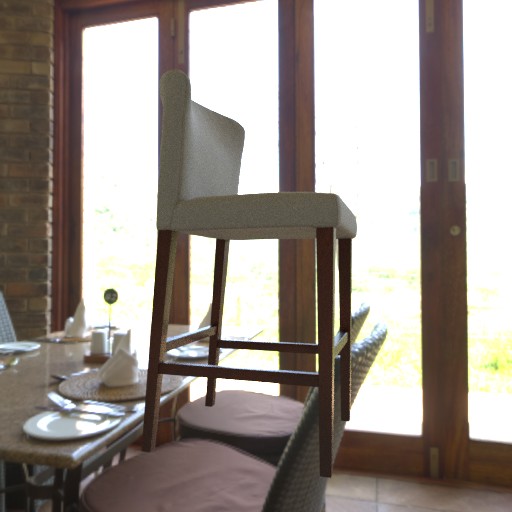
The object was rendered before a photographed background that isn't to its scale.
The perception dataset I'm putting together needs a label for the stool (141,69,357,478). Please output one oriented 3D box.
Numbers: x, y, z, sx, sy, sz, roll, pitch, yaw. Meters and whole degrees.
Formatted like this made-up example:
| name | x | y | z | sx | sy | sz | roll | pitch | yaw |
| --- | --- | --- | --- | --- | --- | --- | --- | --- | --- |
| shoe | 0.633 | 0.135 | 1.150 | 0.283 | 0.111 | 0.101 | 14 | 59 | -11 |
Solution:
| name | x | y | z | sx | sy | sz | roll | pitch | yaw |
| --- | --- | --- | --- | --- | --- | --- | --- | --- | --- |
| stool | 0.000 | 0.000 | 1.349 | 0.568 | 1.069 | 0.479 | -1 | -2 | 18 |
